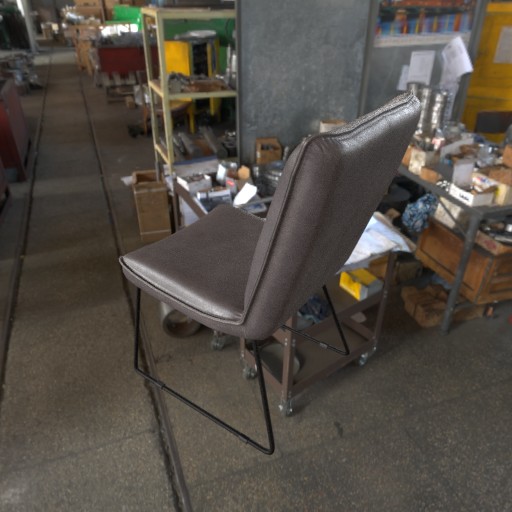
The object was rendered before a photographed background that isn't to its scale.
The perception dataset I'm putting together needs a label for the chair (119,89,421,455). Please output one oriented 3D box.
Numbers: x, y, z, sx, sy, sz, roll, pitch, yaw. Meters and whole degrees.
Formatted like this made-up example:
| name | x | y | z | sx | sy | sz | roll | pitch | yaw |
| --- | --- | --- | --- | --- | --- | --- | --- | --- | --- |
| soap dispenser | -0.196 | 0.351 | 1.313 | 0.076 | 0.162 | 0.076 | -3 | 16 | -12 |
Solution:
| name | x | y | z | sx | sy | sz | roll | pitch | yaw |
| --- | --- | --- | --- | --- | --- | --- | --- | --- | --- |
| chair | 0.000 | 0.000 | 1.309 | 0.688 | 0.932 | 0.515 | 20 | 37 | 30 |
